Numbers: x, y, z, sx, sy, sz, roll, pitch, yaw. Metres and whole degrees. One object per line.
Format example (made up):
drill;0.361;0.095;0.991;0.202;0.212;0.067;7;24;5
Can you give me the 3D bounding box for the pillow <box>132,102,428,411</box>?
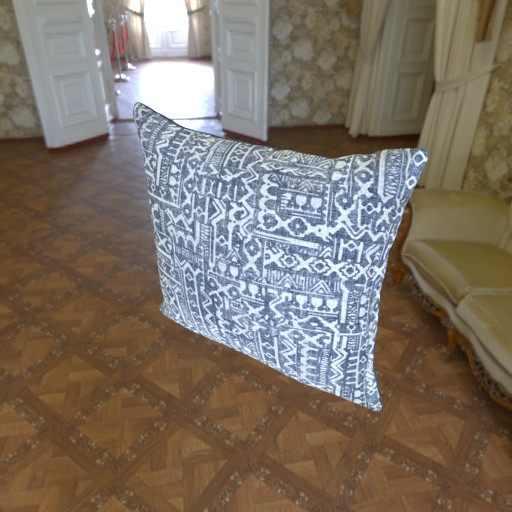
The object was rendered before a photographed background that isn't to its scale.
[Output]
pillow;0.000;0.000;0.811;0.546;0.487;0.180;19;36;29
